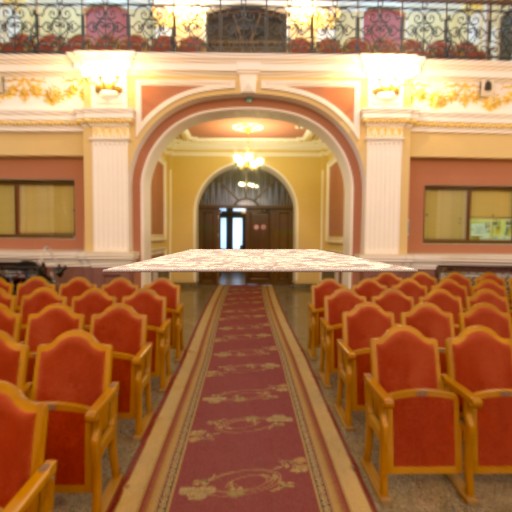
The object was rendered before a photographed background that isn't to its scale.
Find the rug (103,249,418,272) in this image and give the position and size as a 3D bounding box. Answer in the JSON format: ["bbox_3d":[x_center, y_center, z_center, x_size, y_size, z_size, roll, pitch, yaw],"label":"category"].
[{"bbox_3d":[0.000,0.000,1.453,0.604,0.007,1.219,0,3,-1],"label":"rug"}]
